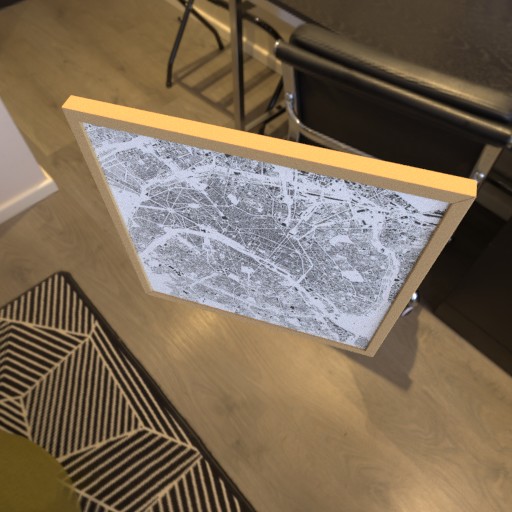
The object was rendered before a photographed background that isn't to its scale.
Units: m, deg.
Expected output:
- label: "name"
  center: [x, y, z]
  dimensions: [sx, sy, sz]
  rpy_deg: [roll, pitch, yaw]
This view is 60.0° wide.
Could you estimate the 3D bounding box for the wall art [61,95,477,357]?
- label: "wall art"
  center: [0.000, 0.000, 1.111]
  dimensions: [0.761, 0.761, 0.037]
  rpy_deg: [14, 59, 9]
